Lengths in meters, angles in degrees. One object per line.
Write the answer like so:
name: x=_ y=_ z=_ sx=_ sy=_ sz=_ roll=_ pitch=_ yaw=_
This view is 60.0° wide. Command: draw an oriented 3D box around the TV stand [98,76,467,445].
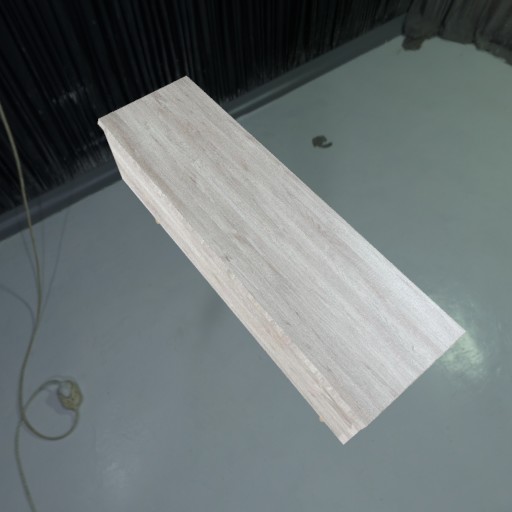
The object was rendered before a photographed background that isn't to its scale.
TV stand: x=0.000 y=0.000 z=1.606 sx=0.401 sy=0.565 sz=1.313 roll=-34 pitch=65 yaw=-19
